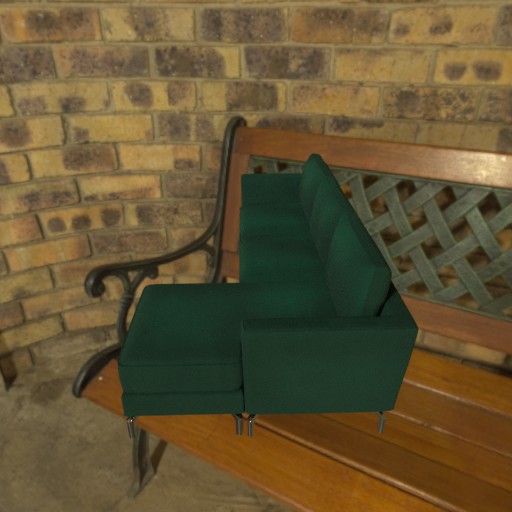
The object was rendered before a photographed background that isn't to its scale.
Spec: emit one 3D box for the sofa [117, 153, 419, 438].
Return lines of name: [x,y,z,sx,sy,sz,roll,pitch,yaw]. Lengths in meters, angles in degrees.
sofa: [0.000,0.000,3.263,1.489,1.007,2.441,-1,28,-2]
